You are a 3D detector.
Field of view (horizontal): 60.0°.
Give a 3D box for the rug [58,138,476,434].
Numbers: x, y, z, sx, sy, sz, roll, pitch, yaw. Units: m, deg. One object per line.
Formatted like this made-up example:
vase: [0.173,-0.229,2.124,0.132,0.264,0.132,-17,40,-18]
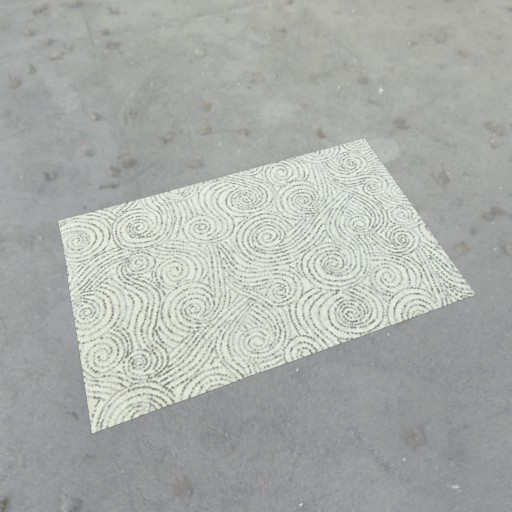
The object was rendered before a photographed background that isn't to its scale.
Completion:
rug: [0.000,0.000,2.987,2.439,0.005,1.524,-17,59,-11]
